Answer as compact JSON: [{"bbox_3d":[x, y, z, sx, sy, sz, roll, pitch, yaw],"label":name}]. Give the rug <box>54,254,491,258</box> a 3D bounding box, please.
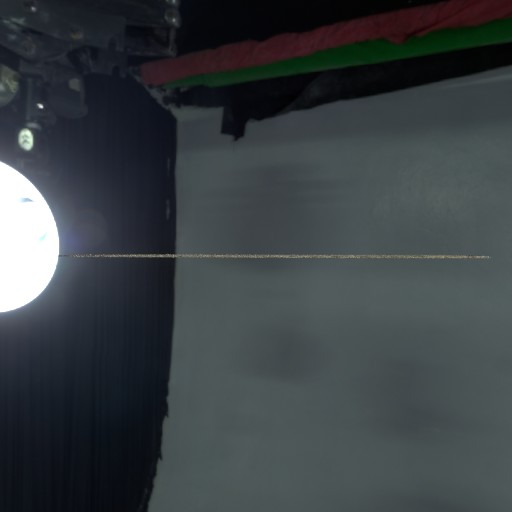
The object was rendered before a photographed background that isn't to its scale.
[{"bbox_3d":[0.000,0.000,2.929,2.664,0.011,0.762,0,0,19],"label":"rug"}]
